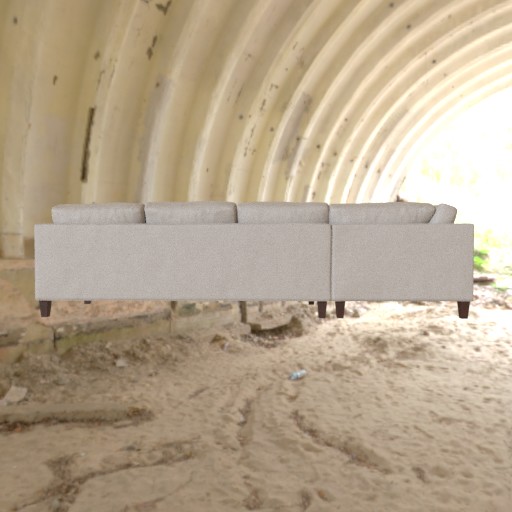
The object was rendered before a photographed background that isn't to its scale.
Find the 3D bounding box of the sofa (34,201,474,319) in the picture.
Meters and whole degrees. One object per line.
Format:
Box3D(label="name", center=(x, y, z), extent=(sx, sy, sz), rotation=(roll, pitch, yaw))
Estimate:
Box3D(label="sofa", center=(0.000, 0.000, 4.380), extent=(3.182, 0.863, 2.432), rotation=(0, 1, 1))
